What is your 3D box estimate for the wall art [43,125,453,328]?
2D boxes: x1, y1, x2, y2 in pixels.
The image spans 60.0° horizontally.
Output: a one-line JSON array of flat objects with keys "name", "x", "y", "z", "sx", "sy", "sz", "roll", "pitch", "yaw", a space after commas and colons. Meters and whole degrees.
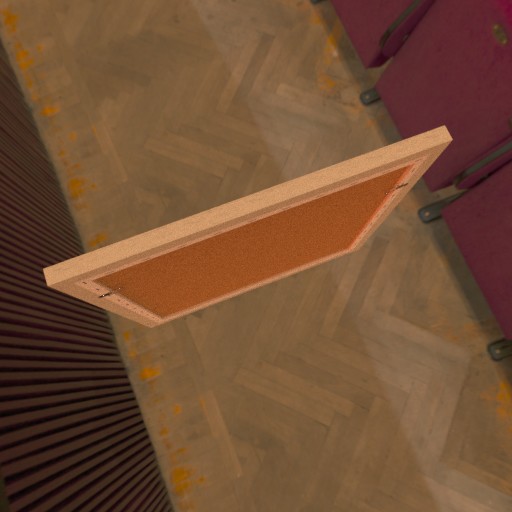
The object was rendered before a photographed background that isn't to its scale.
[{"name": "wall art", "x": 0.000, "y": 0.000, "z": 1.535, "sx": 1.016, "sy": 1.016, "sz": 0.045, "roll": -20, "pitch": 76, "yaw": -5}]
